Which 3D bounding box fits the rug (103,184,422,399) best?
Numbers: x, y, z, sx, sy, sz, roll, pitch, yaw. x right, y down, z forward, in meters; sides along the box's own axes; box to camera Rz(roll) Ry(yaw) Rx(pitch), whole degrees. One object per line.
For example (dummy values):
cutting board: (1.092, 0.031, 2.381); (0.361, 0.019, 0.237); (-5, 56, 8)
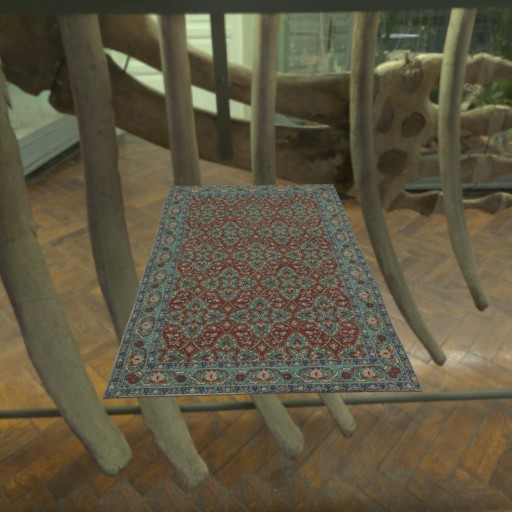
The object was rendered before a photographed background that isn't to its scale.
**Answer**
rug: (0.000, 0.000, 3.129); (1.533, 0.011, 2.439); (-1, 33, -1)
